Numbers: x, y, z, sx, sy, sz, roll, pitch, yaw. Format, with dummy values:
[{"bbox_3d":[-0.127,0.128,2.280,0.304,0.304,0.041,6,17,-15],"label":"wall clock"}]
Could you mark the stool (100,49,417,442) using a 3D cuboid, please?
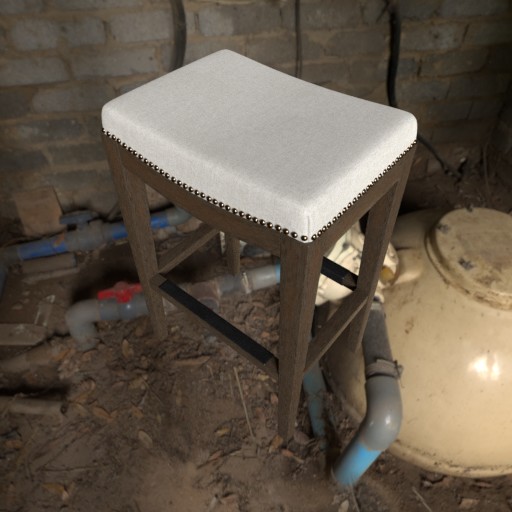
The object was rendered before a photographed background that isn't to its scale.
[{"bbox_3d":[0.000,0.000,1.053,0.498,0.759,0.358,31,54,26],"label":"stool"}]
